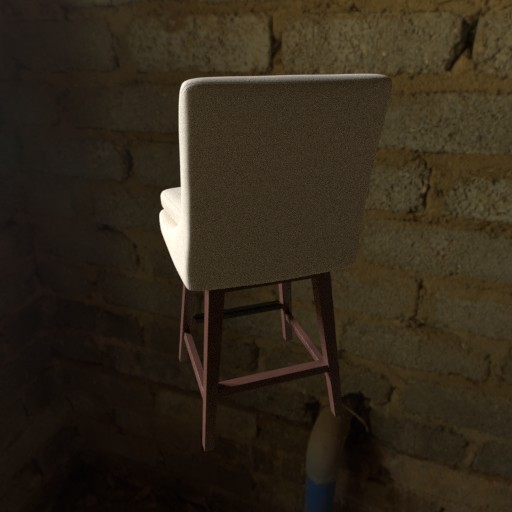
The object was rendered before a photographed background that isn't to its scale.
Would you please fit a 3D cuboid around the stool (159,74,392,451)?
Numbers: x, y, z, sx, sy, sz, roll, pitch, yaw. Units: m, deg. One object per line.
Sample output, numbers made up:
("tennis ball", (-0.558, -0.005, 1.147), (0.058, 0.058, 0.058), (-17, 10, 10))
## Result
("stool", (0.000, 0.000, 1.274), (0.483, 0.991, 0.559), (-8, 27, -16))
